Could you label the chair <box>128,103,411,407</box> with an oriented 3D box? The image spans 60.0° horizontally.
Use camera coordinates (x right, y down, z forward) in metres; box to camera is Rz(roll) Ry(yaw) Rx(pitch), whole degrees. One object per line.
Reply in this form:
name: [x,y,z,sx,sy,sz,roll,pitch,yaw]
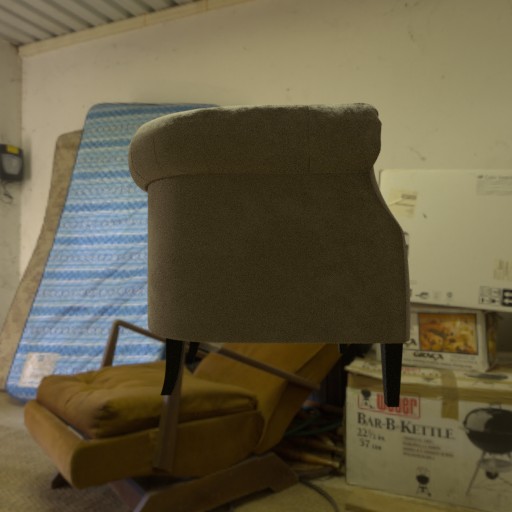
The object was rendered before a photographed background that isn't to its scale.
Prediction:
chair: [0.000,0.000,1.566,0.851,0.826,0.904,0,-1,0]
